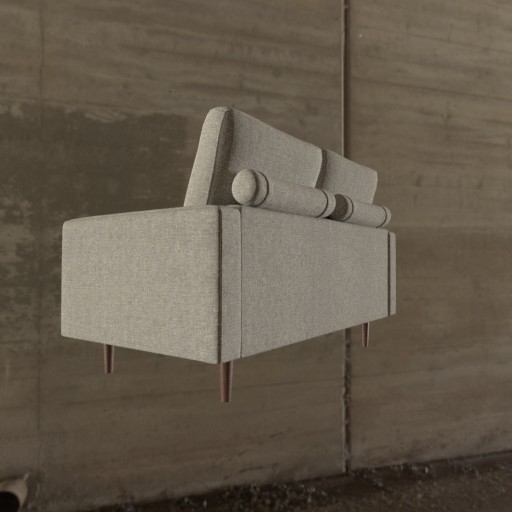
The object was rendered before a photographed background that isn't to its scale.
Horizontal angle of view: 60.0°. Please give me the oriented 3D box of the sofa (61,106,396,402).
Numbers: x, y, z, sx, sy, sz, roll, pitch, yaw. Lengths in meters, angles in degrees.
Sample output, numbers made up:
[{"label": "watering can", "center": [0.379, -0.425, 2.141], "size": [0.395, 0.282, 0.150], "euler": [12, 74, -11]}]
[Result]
[{"label": "sofa", "center": [0.000, 0.000, 1.972], "size": [0.842, 0.907, 1.407], "euler": [0, -1, 36]}]
